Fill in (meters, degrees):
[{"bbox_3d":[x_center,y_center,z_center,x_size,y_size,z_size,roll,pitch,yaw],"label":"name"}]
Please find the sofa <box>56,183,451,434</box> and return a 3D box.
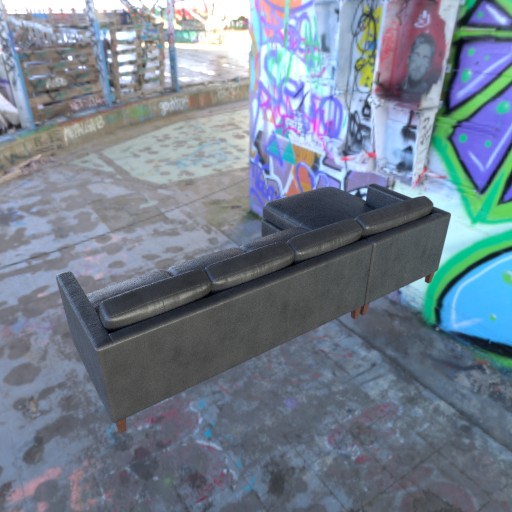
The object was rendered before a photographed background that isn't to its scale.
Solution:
[{"bbox_3d":[0.000,0.000,3.917,3.203,0.883,1.581,-19,35,-29],"label":"sofa"}]
